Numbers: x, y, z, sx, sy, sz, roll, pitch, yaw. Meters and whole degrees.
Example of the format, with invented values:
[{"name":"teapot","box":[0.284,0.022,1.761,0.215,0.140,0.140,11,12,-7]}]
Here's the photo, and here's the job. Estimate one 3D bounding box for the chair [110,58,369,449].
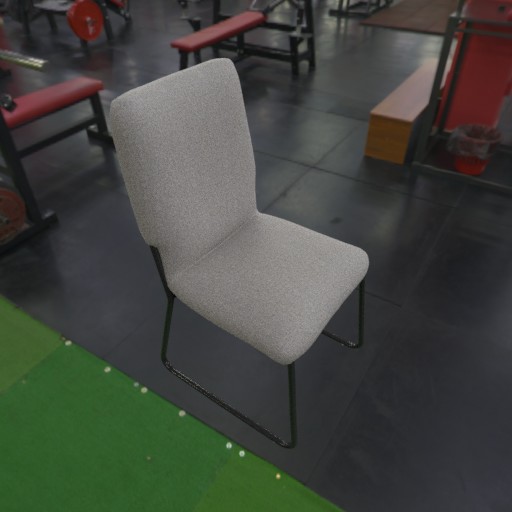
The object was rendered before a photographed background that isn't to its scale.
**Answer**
[{"name":"chair","box":[0.000,0.000,1.195,0.560,0.864,0.448,24,46,26]}]
